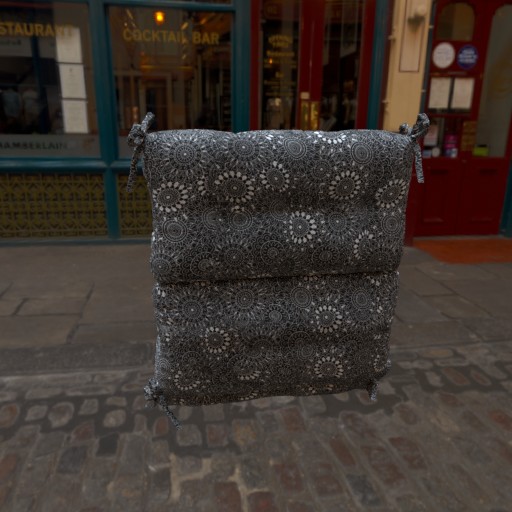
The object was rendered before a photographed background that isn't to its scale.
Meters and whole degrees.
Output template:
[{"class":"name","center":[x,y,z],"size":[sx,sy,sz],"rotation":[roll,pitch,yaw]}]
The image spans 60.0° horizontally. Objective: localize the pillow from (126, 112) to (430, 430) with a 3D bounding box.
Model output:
[{"class":"pillow","center":[0.000,0.000,1.013],"size":[0.519,0.605,0.571],"rotation":[-3,16,-10]}]
